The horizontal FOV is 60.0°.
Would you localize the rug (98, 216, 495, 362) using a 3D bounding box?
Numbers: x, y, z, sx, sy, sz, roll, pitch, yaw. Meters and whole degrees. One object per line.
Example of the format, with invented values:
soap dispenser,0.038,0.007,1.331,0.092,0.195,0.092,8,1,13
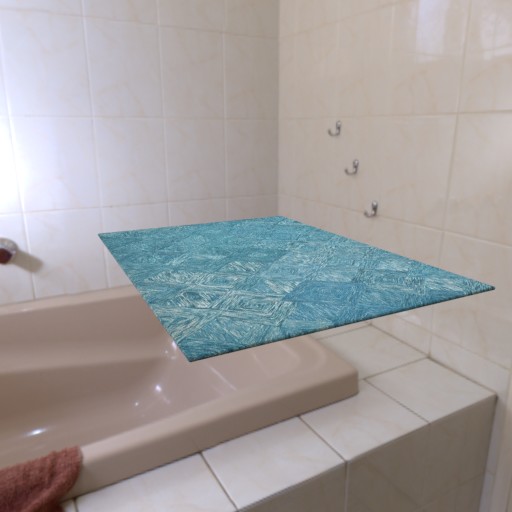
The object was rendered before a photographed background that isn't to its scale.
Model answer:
rug,0.000,0.000,4.183,2.405,0.027,3.217,-8,18,-26
